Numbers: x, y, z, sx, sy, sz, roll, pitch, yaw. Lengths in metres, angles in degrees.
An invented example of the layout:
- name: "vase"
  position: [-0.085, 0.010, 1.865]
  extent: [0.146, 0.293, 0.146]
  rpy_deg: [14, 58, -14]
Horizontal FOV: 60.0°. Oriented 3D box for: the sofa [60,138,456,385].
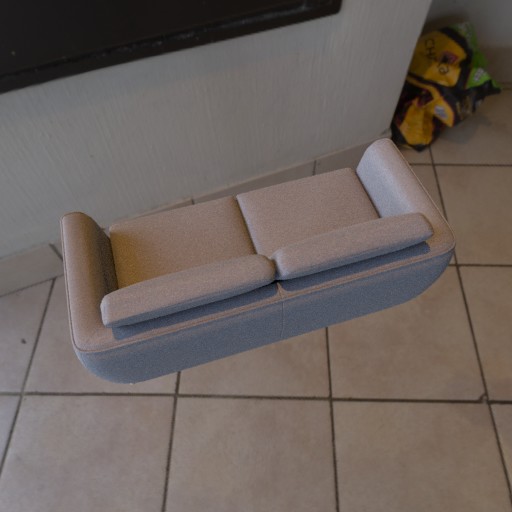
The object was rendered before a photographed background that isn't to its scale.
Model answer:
- name: "sofa"
  position: [0.000, 0.000, 2.556]
  extent: [2.000, 0.870, 0.920]
  rpy_deg: [-15, 60, -9]
